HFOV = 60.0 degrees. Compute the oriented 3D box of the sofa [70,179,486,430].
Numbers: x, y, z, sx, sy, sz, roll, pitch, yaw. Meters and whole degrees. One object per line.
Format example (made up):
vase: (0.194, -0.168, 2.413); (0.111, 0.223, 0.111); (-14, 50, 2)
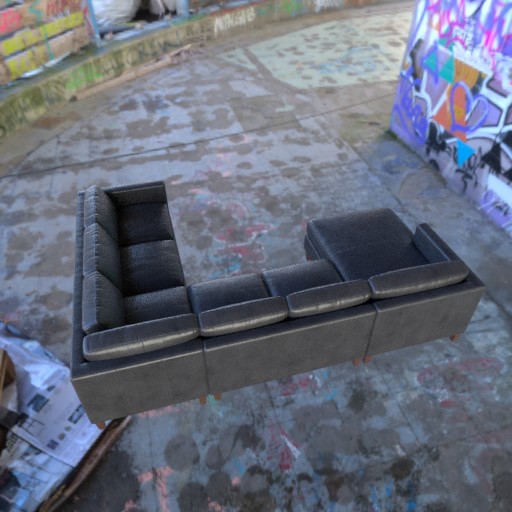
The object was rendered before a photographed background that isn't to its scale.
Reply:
sofa: (0.000, 0.000, 4.425); (3.324, 0.891, 2.452); (-10, 42, -12)
